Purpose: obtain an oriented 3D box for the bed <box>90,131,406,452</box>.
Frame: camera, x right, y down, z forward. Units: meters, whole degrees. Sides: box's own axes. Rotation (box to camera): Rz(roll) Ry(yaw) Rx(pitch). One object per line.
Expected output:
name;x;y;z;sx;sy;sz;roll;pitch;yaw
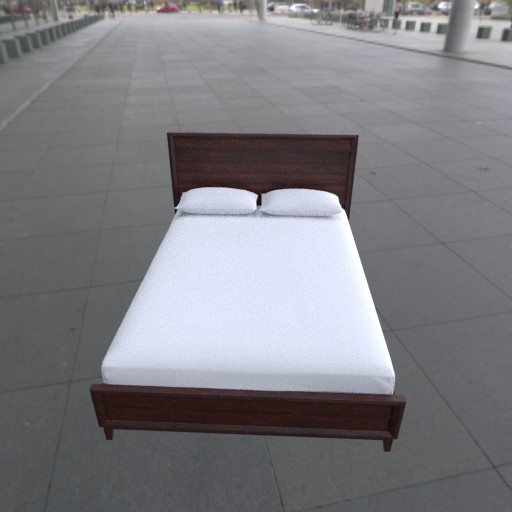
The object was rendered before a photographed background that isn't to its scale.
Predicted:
bed;0.000;0.000;3.940;2.040;1.492;2.803;1;30;2
